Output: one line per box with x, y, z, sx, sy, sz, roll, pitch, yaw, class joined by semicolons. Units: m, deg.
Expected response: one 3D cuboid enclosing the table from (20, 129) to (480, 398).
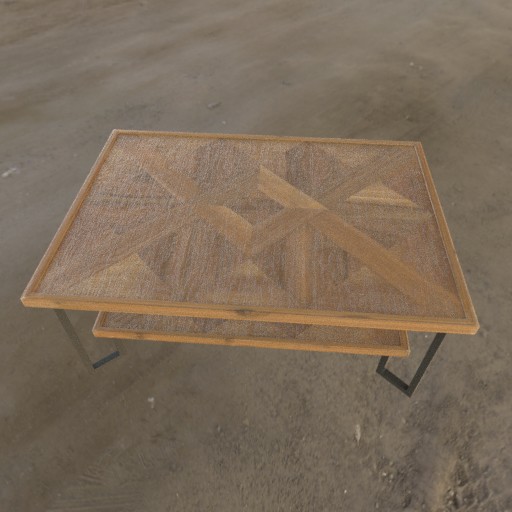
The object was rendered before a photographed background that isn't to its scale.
0.000;0.000;1.663;1.238;0.492;0.877;3;47;3;table
